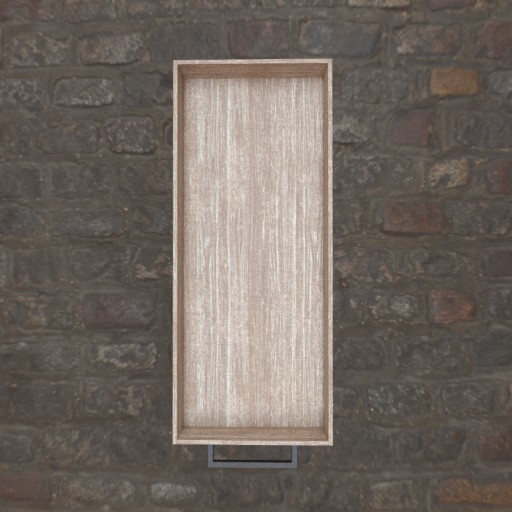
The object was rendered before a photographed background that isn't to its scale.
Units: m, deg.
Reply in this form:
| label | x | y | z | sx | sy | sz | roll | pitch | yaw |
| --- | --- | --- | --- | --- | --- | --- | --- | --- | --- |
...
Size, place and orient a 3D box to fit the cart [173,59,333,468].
| label | x | y | z | sx | sy | sz | roll | pitch | yaw |
| --- | --- | --- | --- | --- | --- | --- | --- | --- | --- |
| cart | 0.000 | 0.000 | 1.497 | 0.500 | 0.787 | 1.101 | 0 | 90 | 1 |
